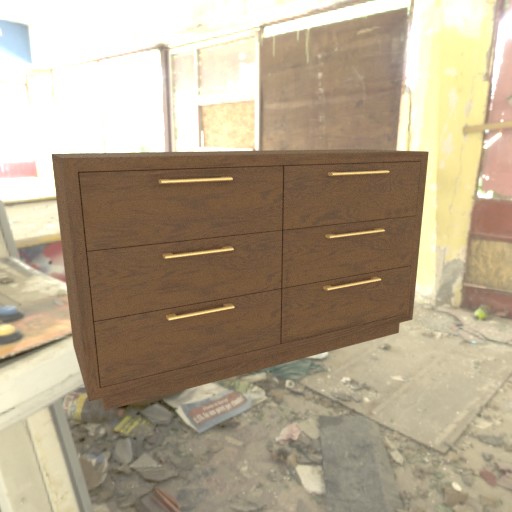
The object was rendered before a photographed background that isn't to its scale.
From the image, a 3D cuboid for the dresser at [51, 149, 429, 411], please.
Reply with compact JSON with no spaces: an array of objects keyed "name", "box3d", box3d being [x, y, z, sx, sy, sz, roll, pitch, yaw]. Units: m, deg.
[{"name":"dresser","box3d":[0.000,0.000,1.954,1.523,0.889,0.512,-8,17,-27]}]
